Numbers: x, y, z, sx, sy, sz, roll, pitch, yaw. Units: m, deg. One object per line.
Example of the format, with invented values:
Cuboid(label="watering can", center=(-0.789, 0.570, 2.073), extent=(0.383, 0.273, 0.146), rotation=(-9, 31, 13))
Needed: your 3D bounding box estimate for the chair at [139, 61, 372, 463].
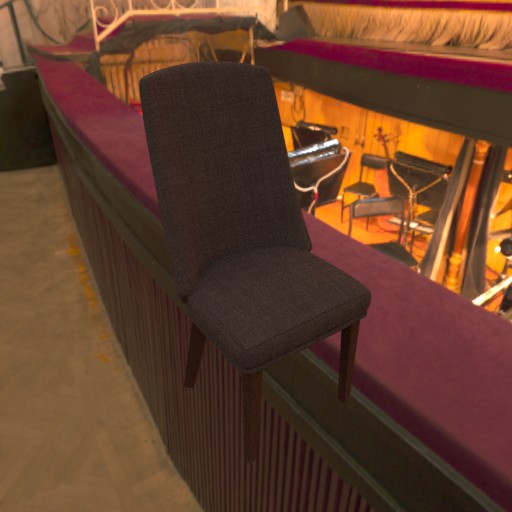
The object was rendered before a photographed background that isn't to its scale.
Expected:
Cuboid(label="chair", center=(0.000, 0.000, 1.358), extent=(0.510, 1.050, 0.577), rotation=(-19, 35, -30))
